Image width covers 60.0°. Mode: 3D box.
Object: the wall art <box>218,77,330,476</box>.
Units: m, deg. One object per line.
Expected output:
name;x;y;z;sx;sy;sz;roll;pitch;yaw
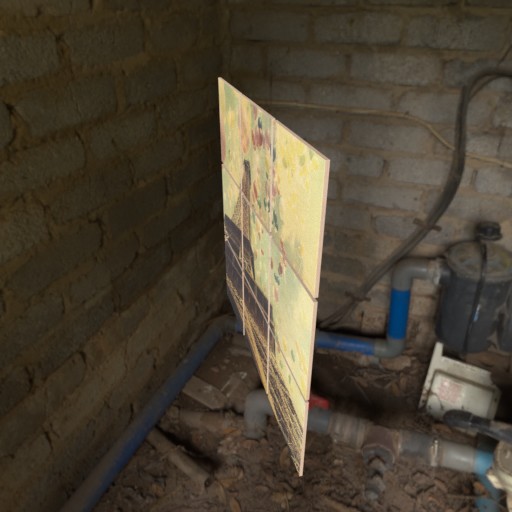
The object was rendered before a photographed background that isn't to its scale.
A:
wall art;0.000;0.000;1.850;0.013;1.218;1.219;-8;32;-14
